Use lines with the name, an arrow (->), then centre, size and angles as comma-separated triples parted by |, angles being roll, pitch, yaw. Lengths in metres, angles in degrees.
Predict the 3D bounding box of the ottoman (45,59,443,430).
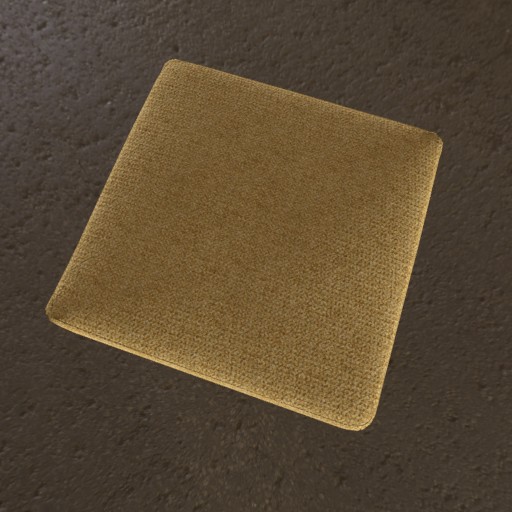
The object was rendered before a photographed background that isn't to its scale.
ottoman -> 0.000, 0.000, 0.882 | 0.512, 0.441, 0.505 | 18, 74, 5
